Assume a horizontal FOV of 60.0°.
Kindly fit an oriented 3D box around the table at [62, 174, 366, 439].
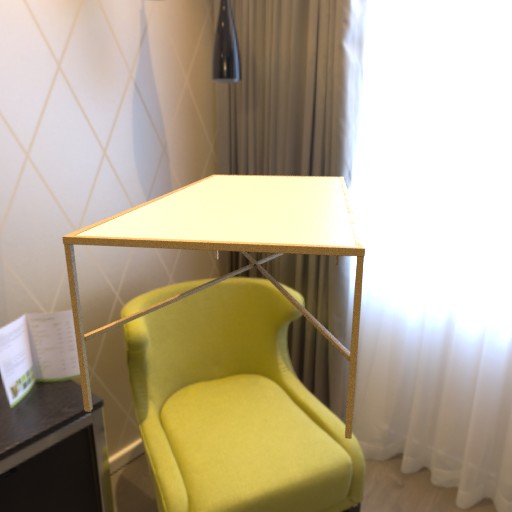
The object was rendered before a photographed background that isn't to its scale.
[{"bbox_3d":[0.000,0.000,1.453,0.580,0.398,1.206,2,16,9],"label":"table"}]
